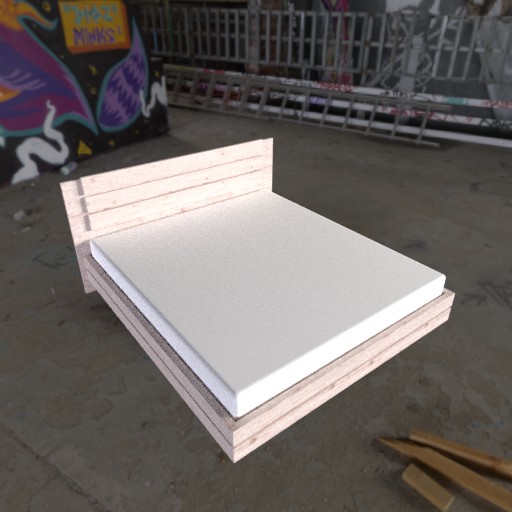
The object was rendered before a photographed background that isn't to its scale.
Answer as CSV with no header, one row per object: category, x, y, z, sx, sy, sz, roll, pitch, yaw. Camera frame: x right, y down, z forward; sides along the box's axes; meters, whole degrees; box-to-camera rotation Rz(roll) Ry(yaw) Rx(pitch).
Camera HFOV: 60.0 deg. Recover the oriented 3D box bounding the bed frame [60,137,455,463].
bed frame,0.000,0.000,3.206,1.950,0.970,2.080,-21,36,-32
